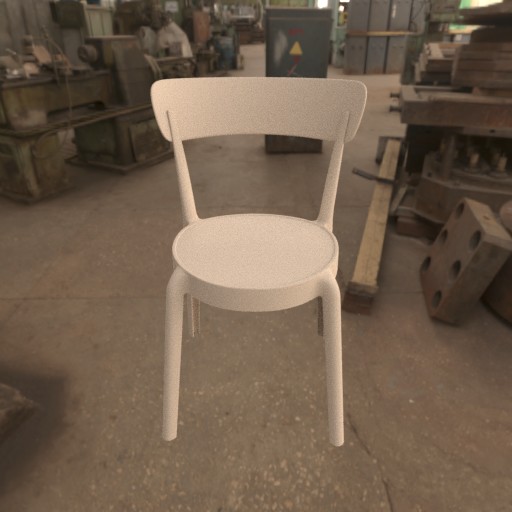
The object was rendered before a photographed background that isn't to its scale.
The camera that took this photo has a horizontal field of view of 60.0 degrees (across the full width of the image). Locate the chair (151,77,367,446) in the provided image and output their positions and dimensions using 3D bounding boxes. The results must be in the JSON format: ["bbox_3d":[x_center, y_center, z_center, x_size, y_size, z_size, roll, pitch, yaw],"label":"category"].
[{"bbox_3d":[0.000,0.000,1.115,0.506,0.790,0.491,1,29,2],"label":"chair"}]
